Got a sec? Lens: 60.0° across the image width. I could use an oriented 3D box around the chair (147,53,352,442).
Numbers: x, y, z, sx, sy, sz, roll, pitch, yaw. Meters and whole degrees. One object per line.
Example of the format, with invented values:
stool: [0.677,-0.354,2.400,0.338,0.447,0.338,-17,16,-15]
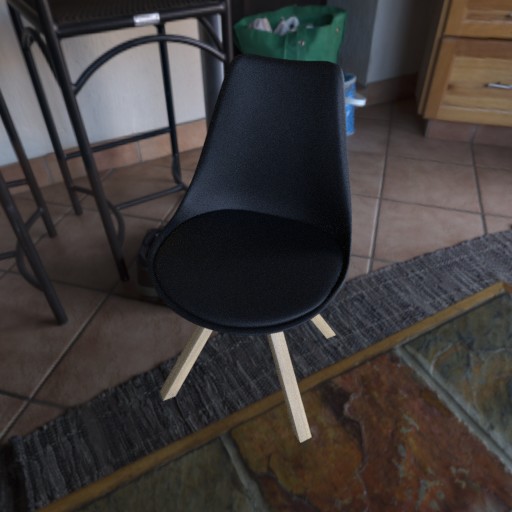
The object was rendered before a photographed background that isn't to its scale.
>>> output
chair: [0.000,0.000,1.160,0.485,0.850,0.549,12,42,14]
